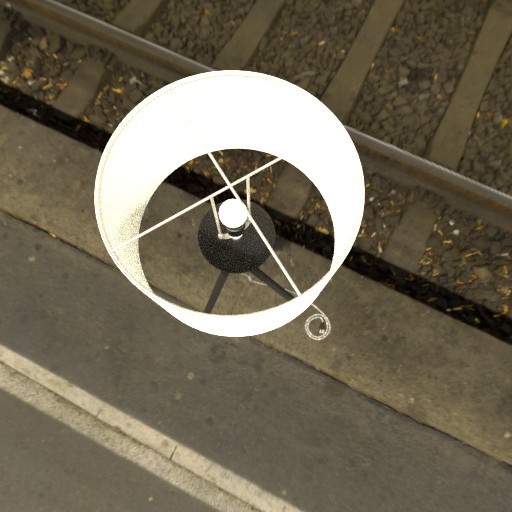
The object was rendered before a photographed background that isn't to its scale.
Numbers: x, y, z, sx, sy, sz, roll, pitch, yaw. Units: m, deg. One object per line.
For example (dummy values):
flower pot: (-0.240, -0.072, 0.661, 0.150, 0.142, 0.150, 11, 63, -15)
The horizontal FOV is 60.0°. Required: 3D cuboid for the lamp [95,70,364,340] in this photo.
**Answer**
lamp: (0.000, 0.000, 0.905, 0.422, 0.674, 0.353, 5, 74, 1)
